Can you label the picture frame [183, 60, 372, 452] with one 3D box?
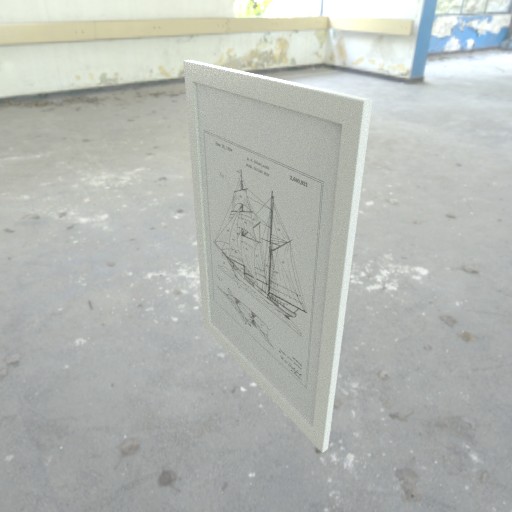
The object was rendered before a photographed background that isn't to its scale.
[{"bbox_3d":[0.000,0.000,0.700,0.012,0.534,0.381,-20,36,-30],"label":"picture frame"}]
